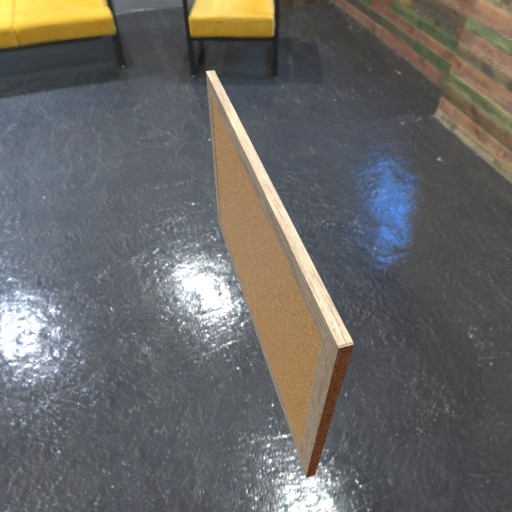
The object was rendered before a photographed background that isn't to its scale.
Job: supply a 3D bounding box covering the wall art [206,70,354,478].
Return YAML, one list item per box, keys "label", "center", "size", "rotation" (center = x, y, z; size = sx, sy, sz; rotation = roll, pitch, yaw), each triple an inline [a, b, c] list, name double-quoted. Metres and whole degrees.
- label: "wall art"
  center: [0.000, 0.000, 0.961]
  size: [0.021, 0.480, 0.780]
  rotation: [-12, 48, -11]
